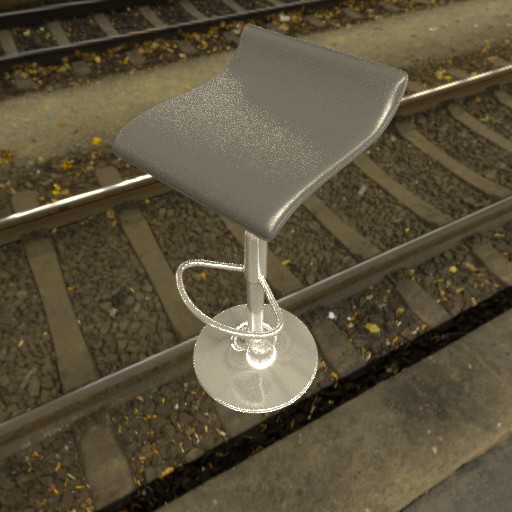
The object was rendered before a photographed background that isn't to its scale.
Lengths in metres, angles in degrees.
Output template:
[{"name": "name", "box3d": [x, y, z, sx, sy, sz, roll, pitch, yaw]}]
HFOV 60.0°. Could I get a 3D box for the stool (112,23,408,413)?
[{"name": "stool", "box3d": [0.000, 0.000, 1.044, 0.381, 0.851, 0.381, 31, 53, 26]}]
